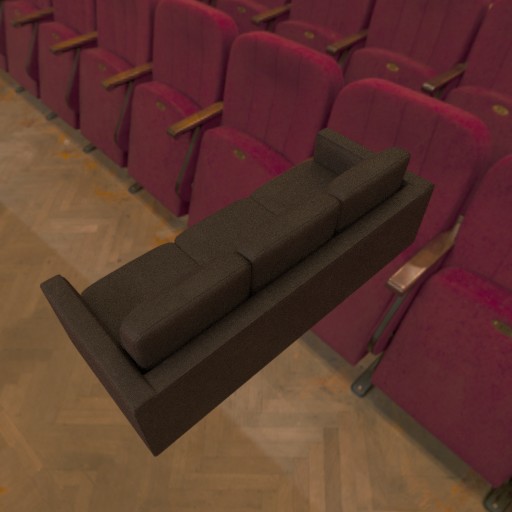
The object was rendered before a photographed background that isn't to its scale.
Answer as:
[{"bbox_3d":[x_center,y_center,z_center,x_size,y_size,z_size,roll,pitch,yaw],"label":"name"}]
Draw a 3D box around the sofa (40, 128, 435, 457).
[{"bbox_3d":[0.000,0.000,2.497,2.029,0.899,0.879,-34,56,-27],"label":"sofa"}]
